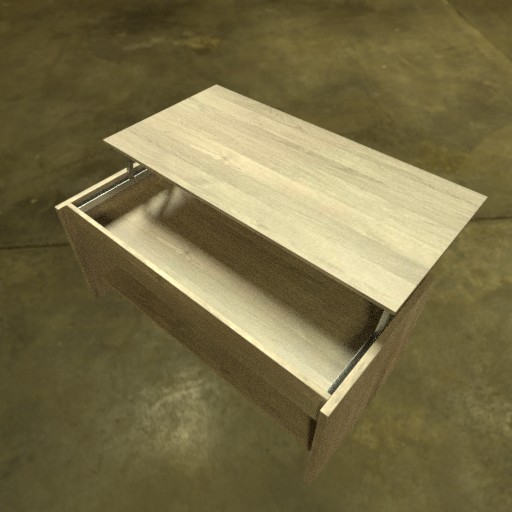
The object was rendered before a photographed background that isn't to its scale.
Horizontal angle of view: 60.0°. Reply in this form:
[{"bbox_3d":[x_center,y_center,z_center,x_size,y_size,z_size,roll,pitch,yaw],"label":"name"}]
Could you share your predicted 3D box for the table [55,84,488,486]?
[{"bbox_3d":[0.000,0.000,1.412,1.000,0.570,0.712,32,54,27],"label":"table"}]
